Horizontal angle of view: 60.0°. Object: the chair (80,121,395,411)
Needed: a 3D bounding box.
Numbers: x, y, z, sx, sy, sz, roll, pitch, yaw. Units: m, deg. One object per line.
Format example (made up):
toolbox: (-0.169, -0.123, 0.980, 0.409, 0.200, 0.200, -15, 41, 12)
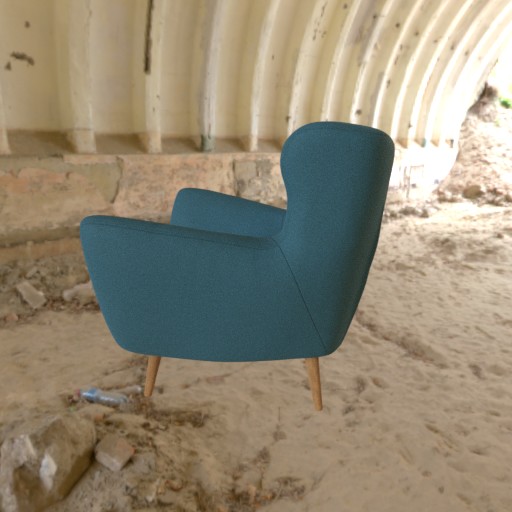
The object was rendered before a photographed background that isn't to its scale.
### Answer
chair: (0.000, 0.000, 1.590, 0.889, 0.889, 0.890, 2, 14, 9)
